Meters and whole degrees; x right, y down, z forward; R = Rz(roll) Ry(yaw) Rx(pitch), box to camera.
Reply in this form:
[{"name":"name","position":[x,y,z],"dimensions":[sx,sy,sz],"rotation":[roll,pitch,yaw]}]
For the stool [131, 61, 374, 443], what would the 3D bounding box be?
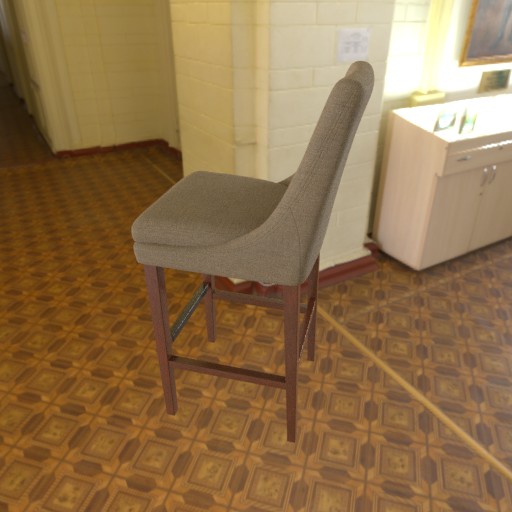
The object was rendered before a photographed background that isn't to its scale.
[{"name":"stool","position":[0.000,0.000,1.357],"dimensions":[0.577,1.078,0.470],"rotation":[8,30,13]}]
